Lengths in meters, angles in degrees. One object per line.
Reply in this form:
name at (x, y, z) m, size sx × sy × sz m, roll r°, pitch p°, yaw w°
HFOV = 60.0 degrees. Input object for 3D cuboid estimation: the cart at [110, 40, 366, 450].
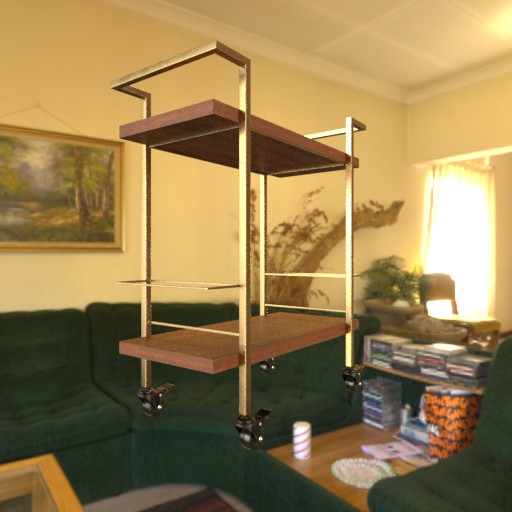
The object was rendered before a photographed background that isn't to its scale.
cart at (0.000, 0.000, 1.197) m, size 0.364 × 0.807 × 0.695 m, roll 0°, pitch 0°, yaw 37°
